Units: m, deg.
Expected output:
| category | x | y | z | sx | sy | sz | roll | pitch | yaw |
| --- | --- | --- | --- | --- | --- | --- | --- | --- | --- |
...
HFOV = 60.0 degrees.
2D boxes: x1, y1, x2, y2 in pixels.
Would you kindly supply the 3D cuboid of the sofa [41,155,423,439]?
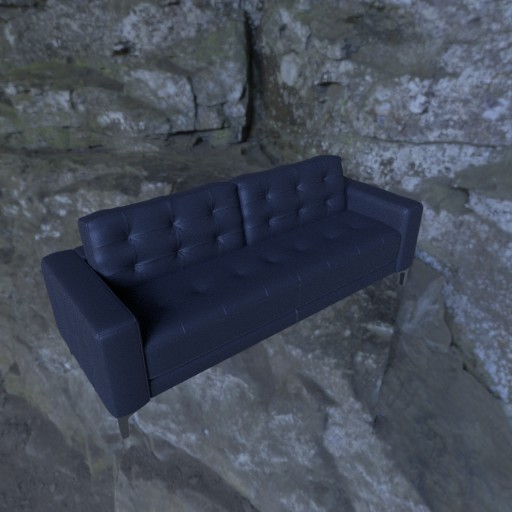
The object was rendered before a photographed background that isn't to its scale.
| category | x | y | z | sx | sy | sz | roll | pitch | yaw |
| --- | --- | --- | --- | --- | --- | --- | --- | --- | --- |
| sofa | 0.000 | 0.000 | 2.731 | 2.275 | 0.893 | 0.833 | -21 | 35 | -33 |
